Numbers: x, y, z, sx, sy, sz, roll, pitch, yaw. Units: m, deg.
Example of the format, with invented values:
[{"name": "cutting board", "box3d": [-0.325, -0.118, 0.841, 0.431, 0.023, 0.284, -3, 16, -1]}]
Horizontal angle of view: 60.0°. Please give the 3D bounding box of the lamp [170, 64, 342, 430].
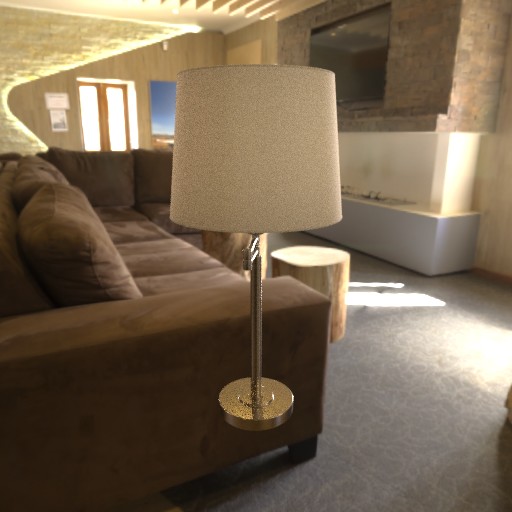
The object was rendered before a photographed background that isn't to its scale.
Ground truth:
[{"name": "lamp", "box3d": [0.000, 0.000, 0.892, 0.333, 0.696, 0.333, 0, 15, 0]}]
